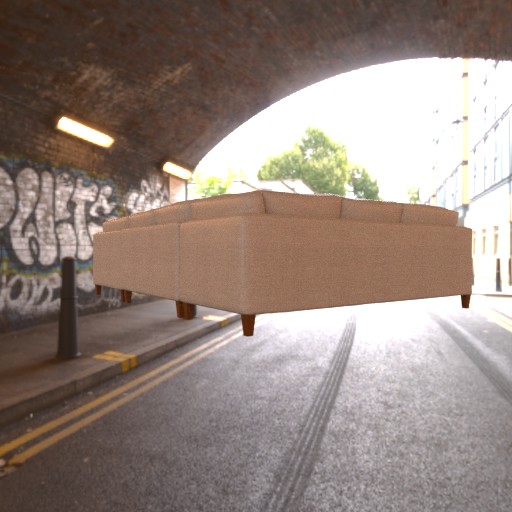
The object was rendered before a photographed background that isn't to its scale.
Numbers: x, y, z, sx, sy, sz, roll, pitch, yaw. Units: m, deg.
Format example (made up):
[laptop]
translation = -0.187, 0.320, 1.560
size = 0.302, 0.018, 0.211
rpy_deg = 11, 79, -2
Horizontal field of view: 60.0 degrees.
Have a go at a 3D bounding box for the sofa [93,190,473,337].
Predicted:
[sofa]
translation = 0.000, 0.000, 4.799
size = 2.594, 0.961, 3.460
rpy_deg = 0, 0, -35
